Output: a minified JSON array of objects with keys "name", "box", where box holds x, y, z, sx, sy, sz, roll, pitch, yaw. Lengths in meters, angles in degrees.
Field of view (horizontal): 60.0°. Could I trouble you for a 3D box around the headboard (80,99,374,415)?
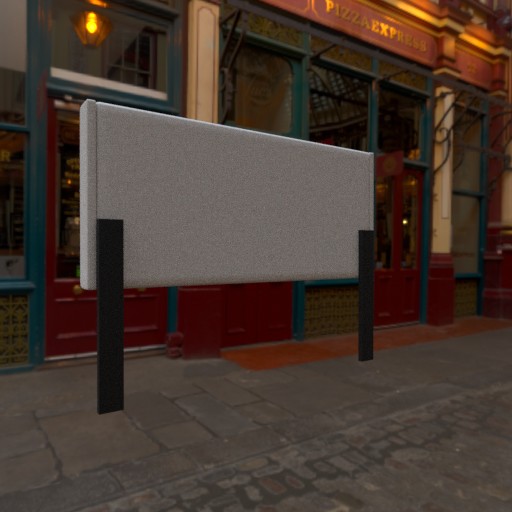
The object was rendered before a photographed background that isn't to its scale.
[{"name":"headboard","box":[0.000,0.000,2.762,2.051,1.524,0.184,0,0,-34]}]
